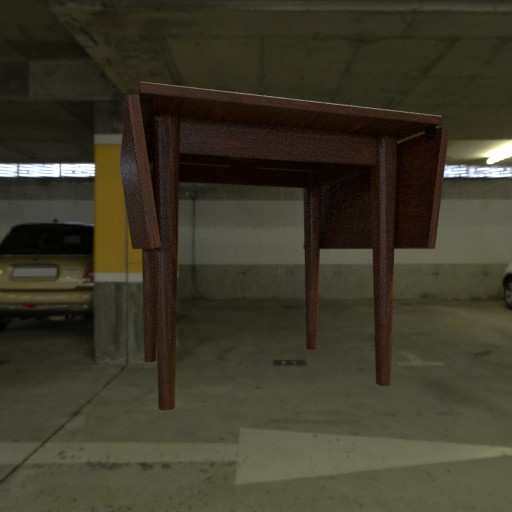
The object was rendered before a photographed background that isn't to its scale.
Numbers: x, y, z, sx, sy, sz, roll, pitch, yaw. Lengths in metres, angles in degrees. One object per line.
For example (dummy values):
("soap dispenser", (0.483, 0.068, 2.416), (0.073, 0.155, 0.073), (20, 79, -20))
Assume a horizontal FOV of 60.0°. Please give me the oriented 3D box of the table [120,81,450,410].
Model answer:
("table", (0.000, 0.000, 1.459), (0.843, 0.763, 0.812), (0, 1, -18))
